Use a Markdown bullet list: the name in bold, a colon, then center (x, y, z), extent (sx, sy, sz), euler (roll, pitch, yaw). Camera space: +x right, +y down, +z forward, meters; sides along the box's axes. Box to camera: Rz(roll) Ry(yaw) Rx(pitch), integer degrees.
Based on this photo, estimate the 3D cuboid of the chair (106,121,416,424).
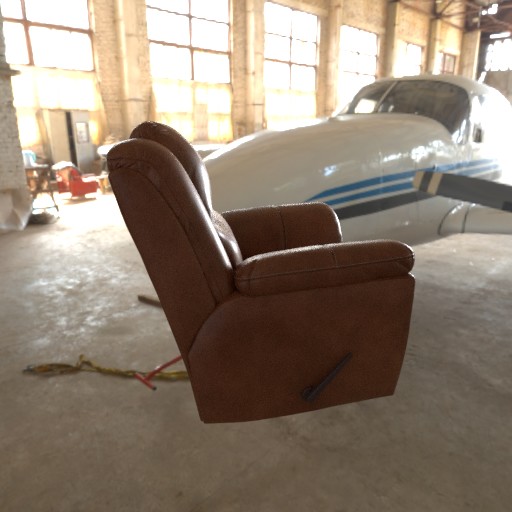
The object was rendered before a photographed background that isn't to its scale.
- **chair**: center (0.000, 0.000, 1.887), extent (1.041, 1.093, 0.990), euler (-3, 17, -10)
